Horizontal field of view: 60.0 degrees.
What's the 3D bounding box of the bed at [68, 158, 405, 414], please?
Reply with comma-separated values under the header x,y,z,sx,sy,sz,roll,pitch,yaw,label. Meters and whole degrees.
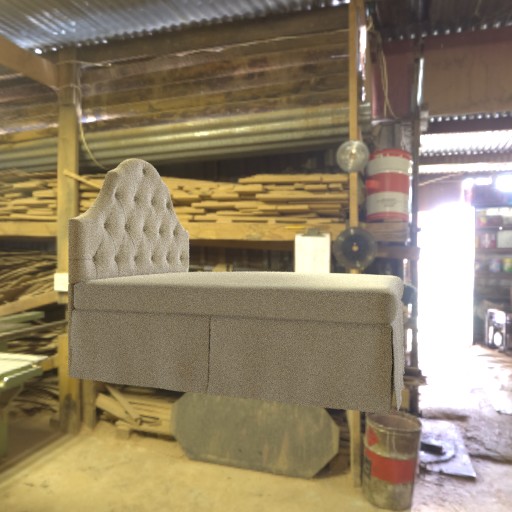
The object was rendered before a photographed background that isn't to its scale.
x,y,z,sx,sy,sz,roll,pitch,yaw,label
0.000,0.000,3.284,2.092,1.575,1.627,0,0,20,bed
